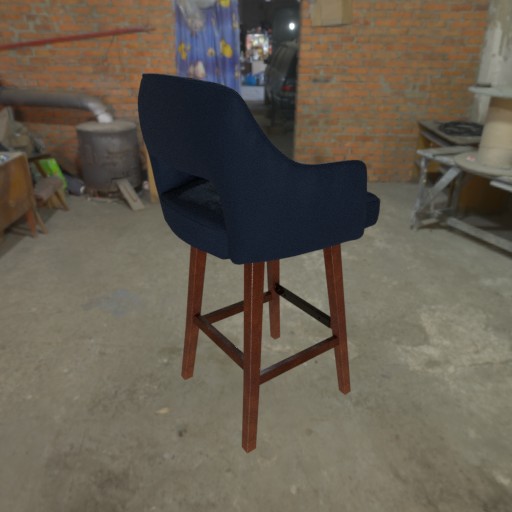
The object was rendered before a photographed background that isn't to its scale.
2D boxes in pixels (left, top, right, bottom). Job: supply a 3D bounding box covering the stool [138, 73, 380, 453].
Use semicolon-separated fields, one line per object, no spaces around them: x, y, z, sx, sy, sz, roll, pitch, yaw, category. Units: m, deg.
0.000;0.000;1.344;0.560;1.041;0.550;-17;31;-32;stool
